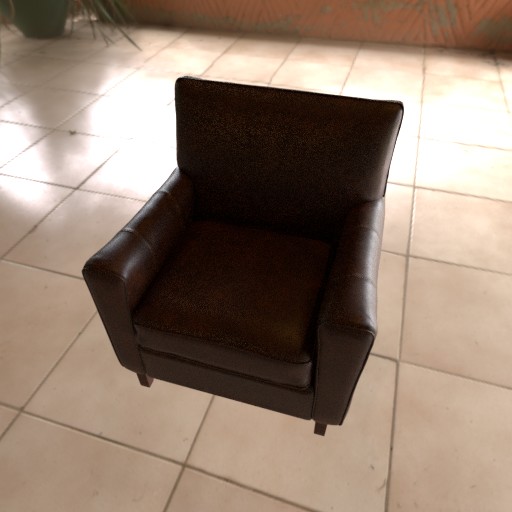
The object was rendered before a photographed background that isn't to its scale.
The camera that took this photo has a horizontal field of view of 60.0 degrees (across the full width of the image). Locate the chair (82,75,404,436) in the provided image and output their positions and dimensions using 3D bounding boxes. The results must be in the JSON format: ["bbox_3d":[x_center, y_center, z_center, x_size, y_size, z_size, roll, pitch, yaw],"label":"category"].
[{"bbox_3d":[0.000,0.000,1.595,0.870,0.943,0.823,11,43,12],"label":"chair"}]
